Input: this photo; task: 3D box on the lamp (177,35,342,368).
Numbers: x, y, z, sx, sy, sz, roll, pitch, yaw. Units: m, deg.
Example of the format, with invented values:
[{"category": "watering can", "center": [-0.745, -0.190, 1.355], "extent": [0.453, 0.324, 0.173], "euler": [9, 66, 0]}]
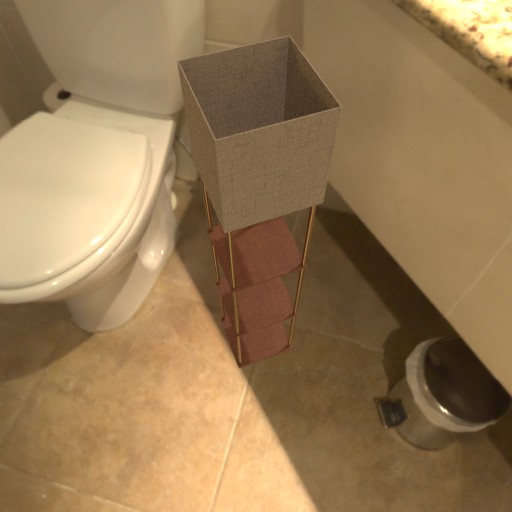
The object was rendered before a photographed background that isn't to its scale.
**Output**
[{"category": "lamp", "center": [0.000, 0.000, 1.735], "extent": [0.310, 1.569, 0.308], "euler": [-18, 59, -11]}]
